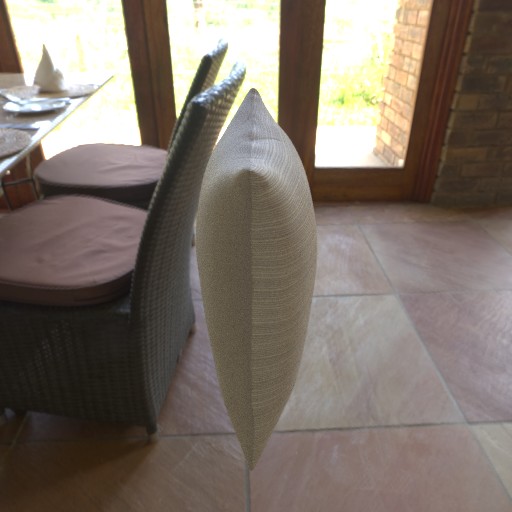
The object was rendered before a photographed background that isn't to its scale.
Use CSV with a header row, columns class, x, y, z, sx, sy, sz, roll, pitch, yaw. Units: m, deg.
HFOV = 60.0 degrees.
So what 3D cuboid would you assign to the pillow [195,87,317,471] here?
class,x,y,z,sx,sy,sz,roll,pitch,yaw
pillow,0.000,0.000,0.796,0.204,0.497,0.512,0,30,0
